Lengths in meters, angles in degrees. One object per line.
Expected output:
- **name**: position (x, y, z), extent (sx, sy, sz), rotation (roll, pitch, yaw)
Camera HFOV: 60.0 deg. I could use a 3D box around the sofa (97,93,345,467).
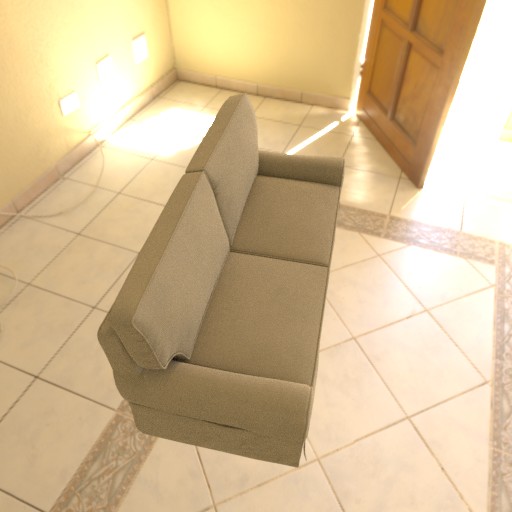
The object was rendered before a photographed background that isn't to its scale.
- **sofa**: position (0.000, 0.000, 2.337), extent (0.841, 1.024, 1.823), rotation (9, 47, 9)
